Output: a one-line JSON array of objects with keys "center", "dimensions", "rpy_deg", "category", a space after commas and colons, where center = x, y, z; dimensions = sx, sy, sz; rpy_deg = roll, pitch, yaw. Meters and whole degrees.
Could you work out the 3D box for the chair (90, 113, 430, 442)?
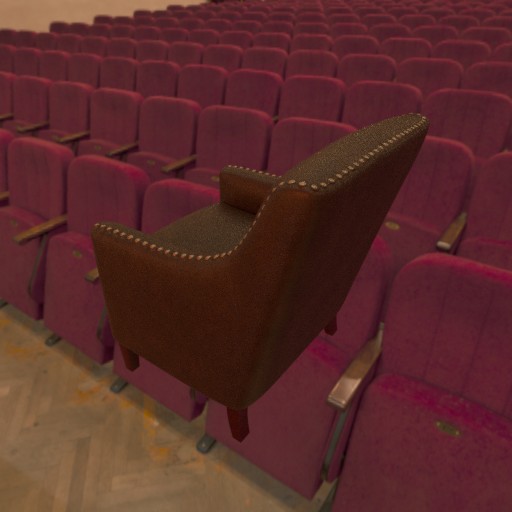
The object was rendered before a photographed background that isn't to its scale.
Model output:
[{"center": [0.000, 0.000, 1.305], "dimensions": [0.704, 0.813, 0.639], "rpy_deg": [20, 36, 30], "category": "chair"}]
